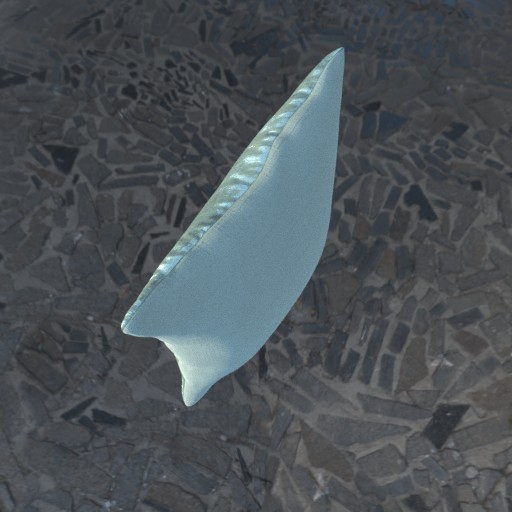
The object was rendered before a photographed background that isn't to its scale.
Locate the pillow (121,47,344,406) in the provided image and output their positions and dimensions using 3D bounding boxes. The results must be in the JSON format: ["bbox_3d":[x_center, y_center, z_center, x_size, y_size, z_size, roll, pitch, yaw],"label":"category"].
[{"bbox_3d":[0.000,0.000,0.714,0.175,0.464,0.470,30,67,14],"label":"pillow"}]
